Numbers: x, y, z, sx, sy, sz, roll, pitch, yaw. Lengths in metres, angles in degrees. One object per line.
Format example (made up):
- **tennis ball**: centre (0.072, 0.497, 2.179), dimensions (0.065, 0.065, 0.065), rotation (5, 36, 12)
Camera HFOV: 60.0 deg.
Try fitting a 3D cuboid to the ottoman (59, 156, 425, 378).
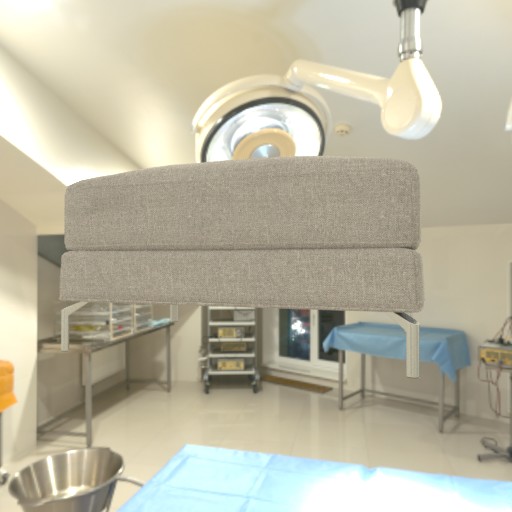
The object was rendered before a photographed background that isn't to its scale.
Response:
- **ottoman**: centre (0.000, 0.000, 1.201), dimensions (0.838, 0.457, 0.584), rotation (0, -1, 18)
